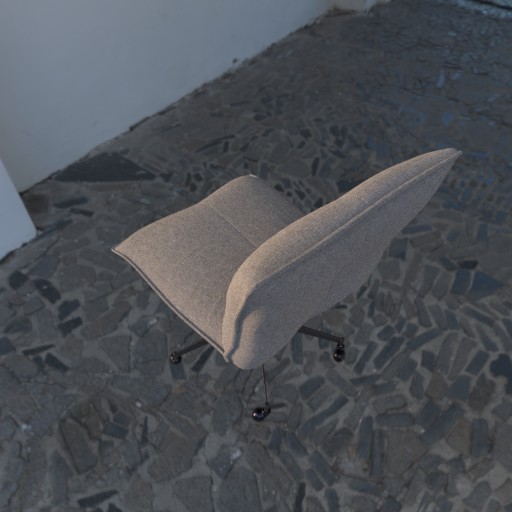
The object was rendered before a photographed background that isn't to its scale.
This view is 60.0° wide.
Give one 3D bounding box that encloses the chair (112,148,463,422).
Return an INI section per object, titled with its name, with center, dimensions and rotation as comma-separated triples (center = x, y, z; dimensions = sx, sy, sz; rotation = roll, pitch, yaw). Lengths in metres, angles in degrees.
[chair]
center = 0.000, 0.000, 1.268
dimensions = 0.597, 0.811, 0.696
rotation = -32, 55, -26
